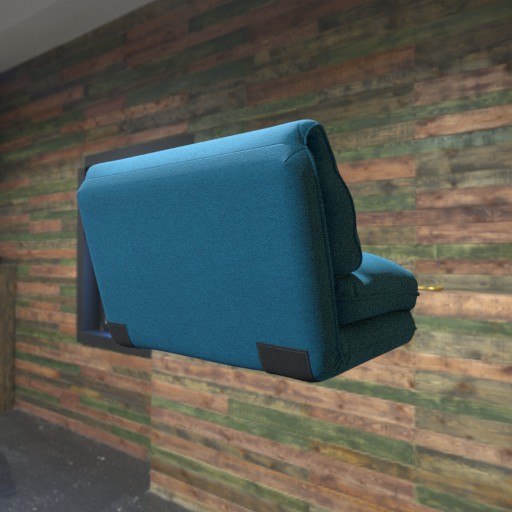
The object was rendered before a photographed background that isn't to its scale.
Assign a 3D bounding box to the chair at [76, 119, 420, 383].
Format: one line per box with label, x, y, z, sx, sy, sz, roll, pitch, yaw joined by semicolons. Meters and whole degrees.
chair;0.000;0.000;1.388;0.820;0.580;0.780;0;0;37
